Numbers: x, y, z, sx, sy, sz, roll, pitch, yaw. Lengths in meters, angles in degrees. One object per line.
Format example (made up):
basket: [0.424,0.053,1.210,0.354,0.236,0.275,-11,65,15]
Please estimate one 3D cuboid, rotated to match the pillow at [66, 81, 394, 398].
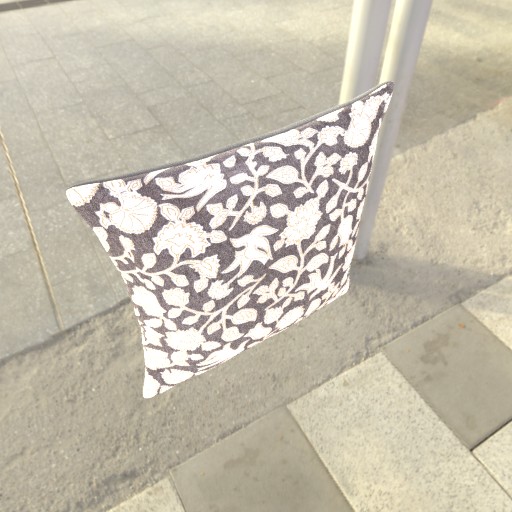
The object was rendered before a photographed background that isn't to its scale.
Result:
pillow: [0.000,0.000,0.790,0.526,0.507,0.166,-25,51,-22]
